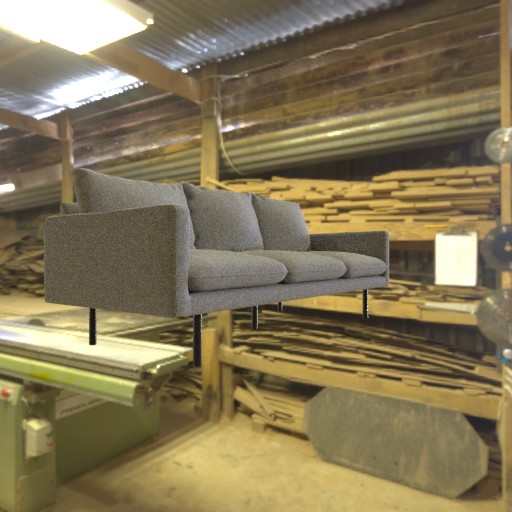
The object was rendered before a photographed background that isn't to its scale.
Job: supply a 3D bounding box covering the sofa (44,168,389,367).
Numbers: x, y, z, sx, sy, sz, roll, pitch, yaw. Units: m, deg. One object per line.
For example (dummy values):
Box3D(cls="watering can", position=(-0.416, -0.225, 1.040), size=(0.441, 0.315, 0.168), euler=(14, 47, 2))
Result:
Box3D(cls="sofa", position=(0.000, 0.000, 2.491), size=(0.850, 0.830, 2.000), euler=(0, 0, 37))
